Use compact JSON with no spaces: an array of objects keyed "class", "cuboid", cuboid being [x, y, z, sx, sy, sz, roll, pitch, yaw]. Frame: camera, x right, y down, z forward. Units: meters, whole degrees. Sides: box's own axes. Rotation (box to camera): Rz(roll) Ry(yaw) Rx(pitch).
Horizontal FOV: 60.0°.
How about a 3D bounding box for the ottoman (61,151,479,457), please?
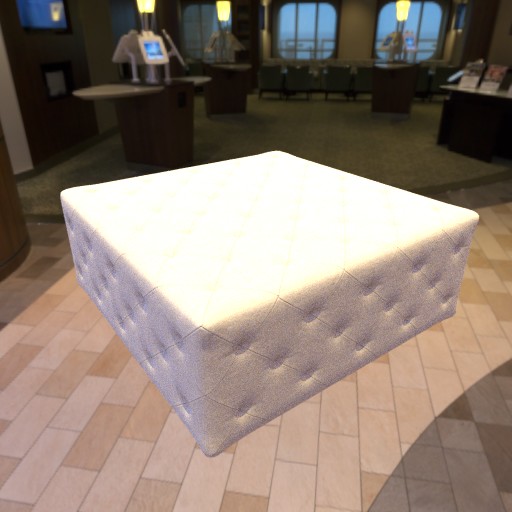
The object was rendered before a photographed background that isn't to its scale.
[{"class":"ottoman","cuboid":[0.000,0.000,1.587,1.028,0.439,1.028,-18,32,-32]}]
